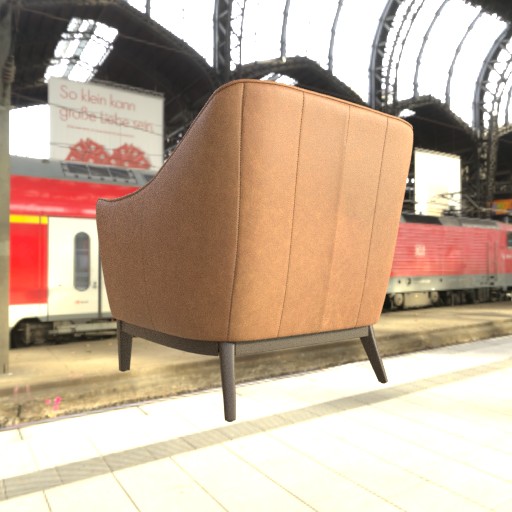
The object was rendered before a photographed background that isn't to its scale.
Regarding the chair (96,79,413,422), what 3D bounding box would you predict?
[{"bbox_3d":[0.000,0.000,1.520,0.871,0.830,0.852,0,-1,-36],"label":"chair"}]
